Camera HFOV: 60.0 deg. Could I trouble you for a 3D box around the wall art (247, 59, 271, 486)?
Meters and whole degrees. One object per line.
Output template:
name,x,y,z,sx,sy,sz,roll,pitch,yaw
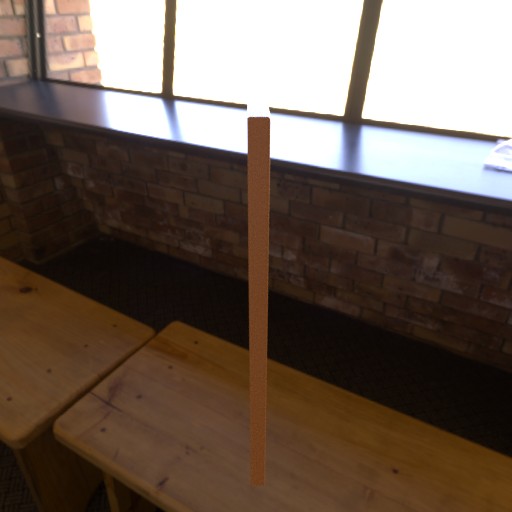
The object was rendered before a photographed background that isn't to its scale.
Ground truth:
wall art,0.000,0.000,0.504,0.015,0.379,0.310,0,30,-1
